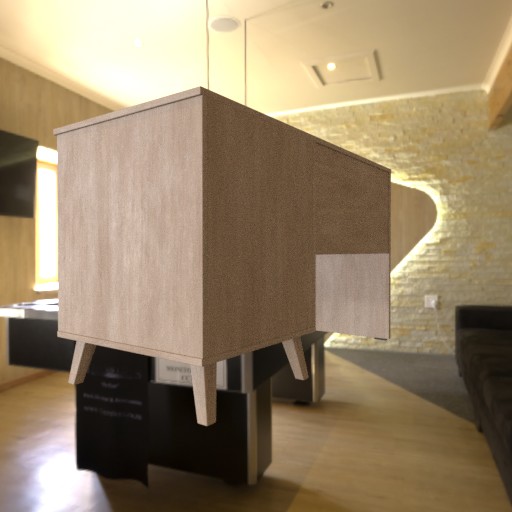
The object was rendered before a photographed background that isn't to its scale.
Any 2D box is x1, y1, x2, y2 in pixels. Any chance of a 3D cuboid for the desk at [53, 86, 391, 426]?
[{"bbox_3d":[0.000,0.000,1.667,0.600,0.770,1.251,1,1,36],"label":"desk"}]
